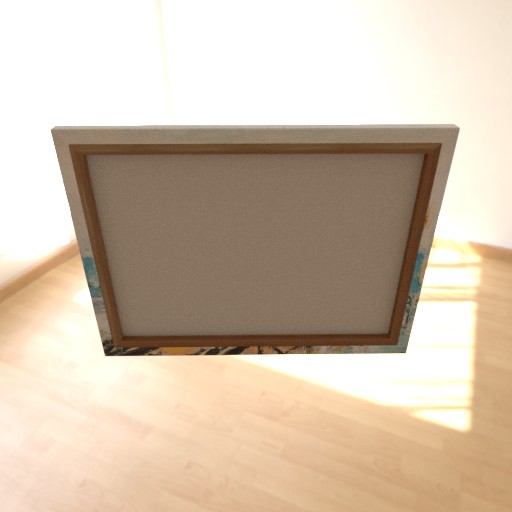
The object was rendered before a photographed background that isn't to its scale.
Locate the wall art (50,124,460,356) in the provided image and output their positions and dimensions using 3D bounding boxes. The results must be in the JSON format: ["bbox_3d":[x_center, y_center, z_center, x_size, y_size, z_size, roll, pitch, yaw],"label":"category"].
[{"bbox_3d":[0.000,0.000,1.309,1.016,0.762,0.038,0,32,-1],"label":"wall art"}]
